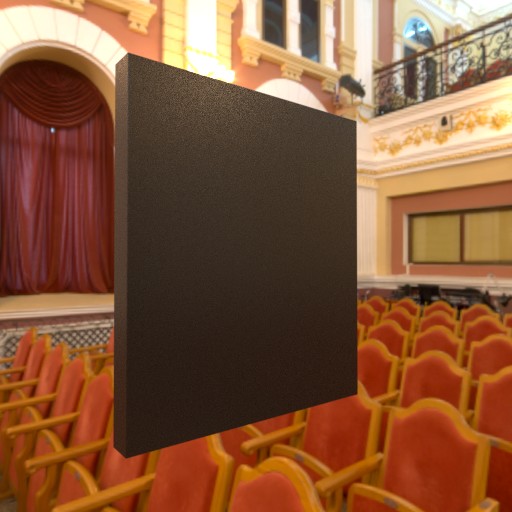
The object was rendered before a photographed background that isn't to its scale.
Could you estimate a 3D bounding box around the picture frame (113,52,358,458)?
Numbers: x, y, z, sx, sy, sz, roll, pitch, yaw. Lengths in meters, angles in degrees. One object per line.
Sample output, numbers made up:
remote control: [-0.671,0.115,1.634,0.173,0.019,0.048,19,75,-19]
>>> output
picture frame: [0.000,0.000,0.525,0.328,0.378,0.034,1,-1,-38]
